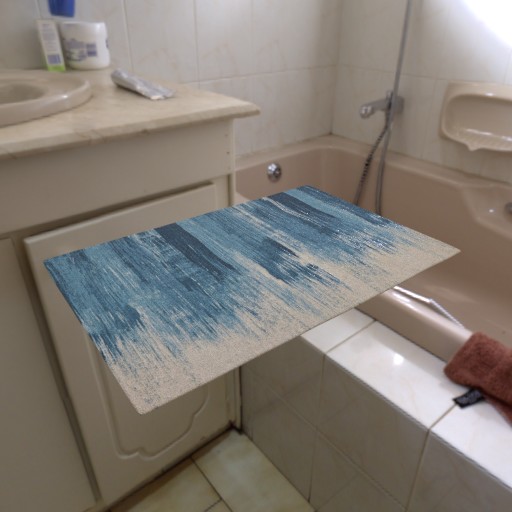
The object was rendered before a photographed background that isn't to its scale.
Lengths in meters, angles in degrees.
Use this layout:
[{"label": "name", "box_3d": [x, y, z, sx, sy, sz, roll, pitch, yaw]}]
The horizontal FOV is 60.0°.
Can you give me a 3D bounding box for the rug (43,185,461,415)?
[{"label": "rug", "box_3d": [0.000, 0.000, 2.321, 1.836, 0.009, 1.232, -20, 36, -31]}]
